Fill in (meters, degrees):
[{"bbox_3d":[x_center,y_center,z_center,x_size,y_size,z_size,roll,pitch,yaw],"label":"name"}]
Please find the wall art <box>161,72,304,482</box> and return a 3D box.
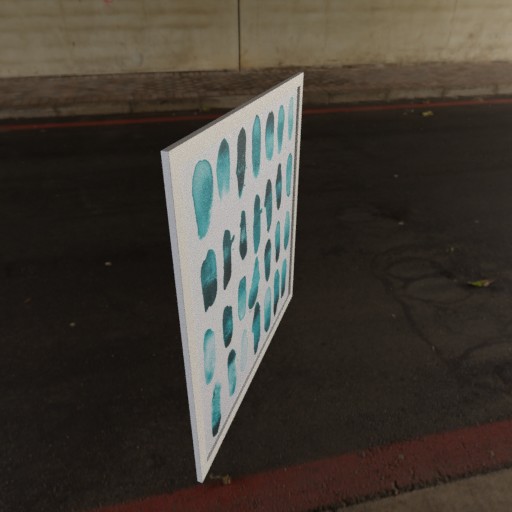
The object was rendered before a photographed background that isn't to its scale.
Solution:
[{"bbox_3d":[0.000,0.000,1.190,0.013,0.813,0.812,10,32,17],"label":"wall art"}]
